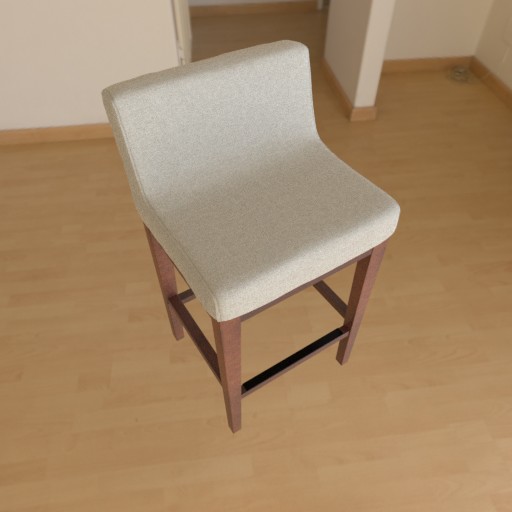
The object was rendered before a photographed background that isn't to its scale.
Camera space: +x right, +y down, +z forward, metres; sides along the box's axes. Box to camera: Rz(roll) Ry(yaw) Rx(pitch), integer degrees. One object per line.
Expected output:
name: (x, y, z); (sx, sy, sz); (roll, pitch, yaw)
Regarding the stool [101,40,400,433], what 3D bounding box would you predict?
stool: (0.000, 0.000, 1.231); (0.511, 0.937, 0.500); (-25, 52, -22)
